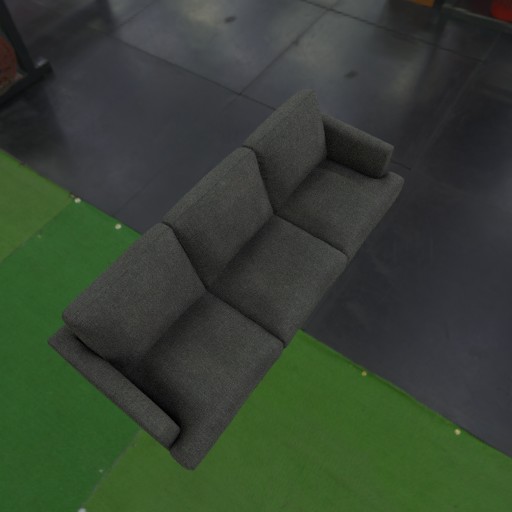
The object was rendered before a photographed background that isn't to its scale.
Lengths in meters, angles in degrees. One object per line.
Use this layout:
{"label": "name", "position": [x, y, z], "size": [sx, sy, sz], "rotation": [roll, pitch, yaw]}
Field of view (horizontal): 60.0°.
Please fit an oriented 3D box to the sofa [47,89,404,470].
{"label": "sofa", "position": [0.000, 0.000, 2.655], "size": [0.903, 0.930, 2.246], "rotation": [32, 63, 19]}
